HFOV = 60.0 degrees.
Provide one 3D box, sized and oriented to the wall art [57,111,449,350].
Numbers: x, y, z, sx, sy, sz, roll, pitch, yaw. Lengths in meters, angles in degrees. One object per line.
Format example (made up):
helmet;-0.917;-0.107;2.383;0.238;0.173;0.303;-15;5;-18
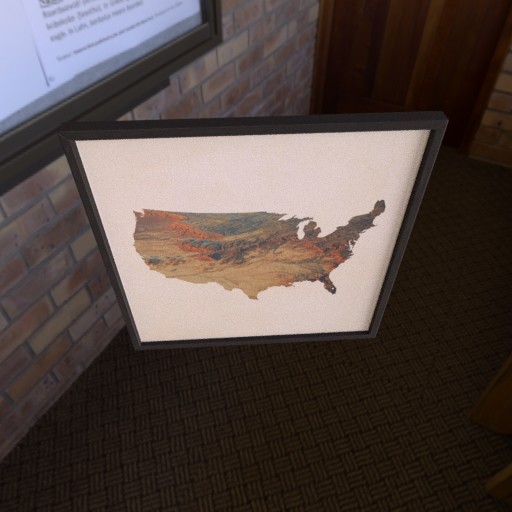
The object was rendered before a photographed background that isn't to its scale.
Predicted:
wall art;0.000;0.000;0.457;0.304;0.303;0.015;-2;46;-2
